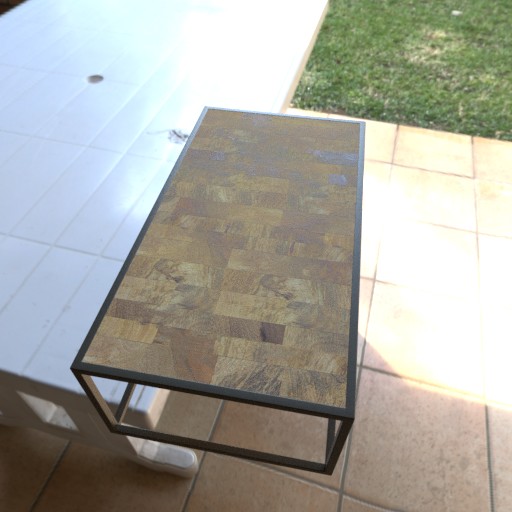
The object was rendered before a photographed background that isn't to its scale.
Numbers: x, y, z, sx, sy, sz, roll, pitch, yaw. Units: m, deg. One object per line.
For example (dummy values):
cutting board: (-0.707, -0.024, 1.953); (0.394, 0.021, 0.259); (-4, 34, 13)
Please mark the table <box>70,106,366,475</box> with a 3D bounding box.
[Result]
table: (0.000, 0.000, 1.521); (0.649, 0.398, 1.199); (8, 48, 7)
